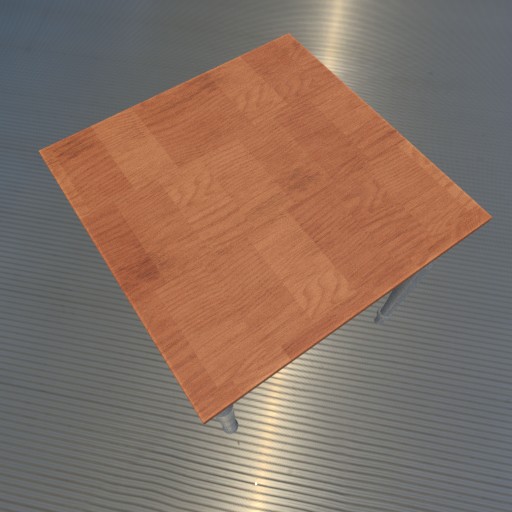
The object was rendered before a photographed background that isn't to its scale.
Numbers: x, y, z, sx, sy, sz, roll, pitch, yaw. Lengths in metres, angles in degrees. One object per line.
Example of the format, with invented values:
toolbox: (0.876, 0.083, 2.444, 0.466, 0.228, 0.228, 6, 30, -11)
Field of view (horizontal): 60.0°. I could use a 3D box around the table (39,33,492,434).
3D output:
table: (0.000, 0.000, 1.344, 0.747, 0.738, 0.747, -32, 67, -15)
